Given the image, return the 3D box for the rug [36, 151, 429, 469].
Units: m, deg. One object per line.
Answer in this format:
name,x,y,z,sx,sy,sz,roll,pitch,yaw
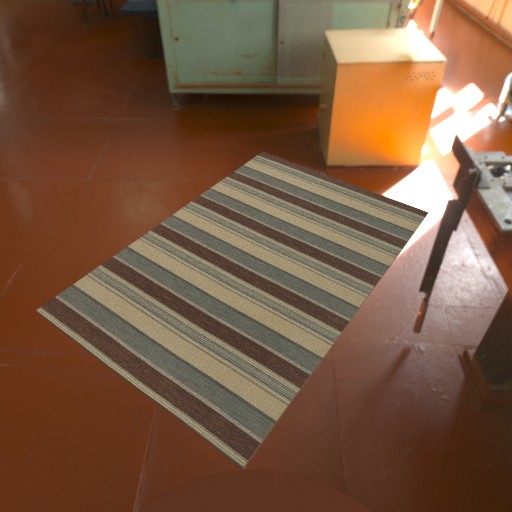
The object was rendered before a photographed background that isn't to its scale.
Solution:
rug,0.000,0.000,2.347,1.219,0.008,1.829,26,49,26
